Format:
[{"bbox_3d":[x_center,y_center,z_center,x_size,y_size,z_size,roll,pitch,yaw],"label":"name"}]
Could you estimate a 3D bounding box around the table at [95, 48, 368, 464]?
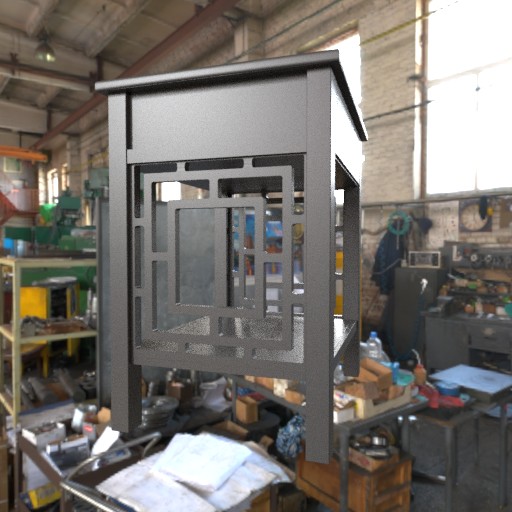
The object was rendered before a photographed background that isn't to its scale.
[{"bbox_3d":[0.000,0.000,1.013,0.451,0.646,0.564,1,2,18],"label":"table"}]
